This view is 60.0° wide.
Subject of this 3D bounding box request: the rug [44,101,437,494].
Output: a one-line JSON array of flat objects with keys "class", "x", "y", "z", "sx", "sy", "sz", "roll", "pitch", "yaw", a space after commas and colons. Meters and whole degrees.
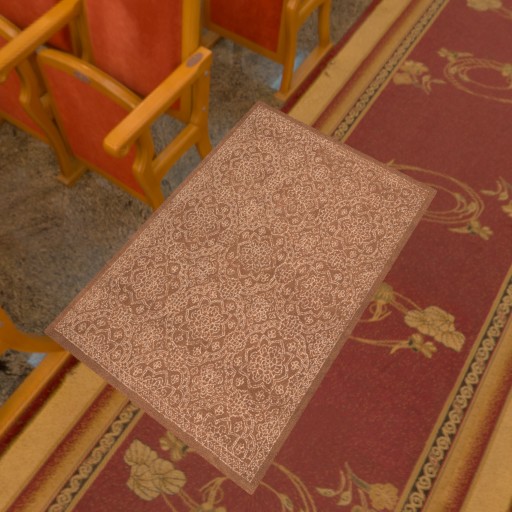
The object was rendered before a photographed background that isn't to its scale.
[{"class": "rug", "x": 0.000, "y": 0.000, "z": 2.885, "sx": 1.524, "sy": 0.011, "sz": 2.286, "roll": 32, "pitch": 68, "yaw": 15}]
